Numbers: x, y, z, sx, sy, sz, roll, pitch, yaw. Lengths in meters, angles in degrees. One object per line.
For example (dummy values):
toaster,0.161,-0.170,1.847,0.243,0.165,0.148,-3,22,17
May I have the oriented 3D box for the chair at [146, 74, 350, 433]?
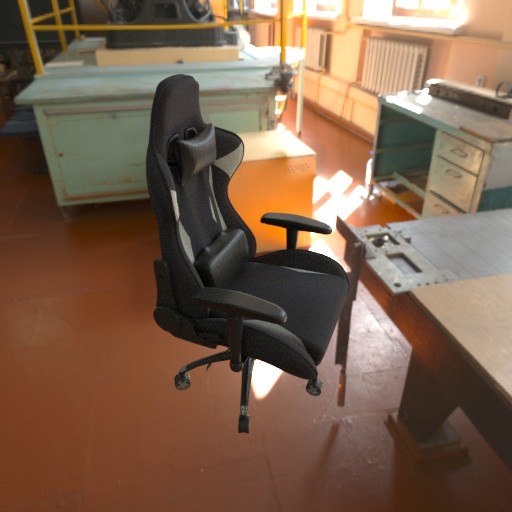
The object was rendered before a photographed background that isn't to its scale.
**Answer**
chair,0.000,0.000,1.744,0.695,1.300,0.730,11,32,18
